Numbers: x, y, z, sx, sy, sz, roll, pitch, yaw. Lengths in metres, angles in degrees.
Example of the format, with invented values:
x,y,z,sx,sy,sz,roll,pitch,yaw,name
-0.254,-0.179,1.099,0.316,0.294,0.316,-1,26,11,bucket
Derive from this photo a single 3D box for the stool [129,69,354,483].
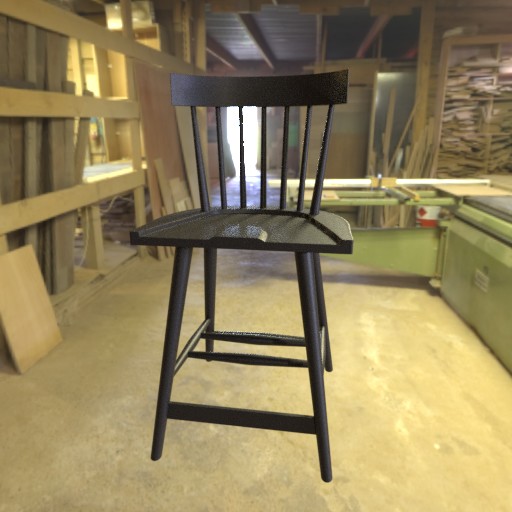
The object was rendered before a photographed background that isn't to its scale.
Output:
x,y,z,sx,sy,sz,roll,pitch,yaw,name
0.000,0.000,1.225,0.494,0.953,0.549,3,16,9,stool
